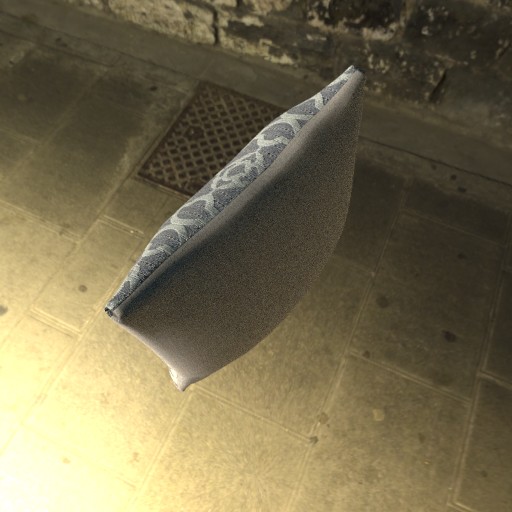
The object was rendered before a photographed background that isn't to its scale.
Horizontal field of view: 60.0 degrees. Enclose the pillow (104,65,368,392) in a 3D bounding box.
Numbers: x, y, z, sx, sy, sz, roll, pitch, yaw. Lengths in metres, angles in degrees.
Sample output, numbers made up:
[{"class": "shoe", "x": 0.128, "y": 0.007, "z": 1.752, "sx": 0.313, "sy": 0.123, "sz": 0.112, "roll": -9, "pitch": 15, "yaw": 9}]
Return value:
[{"class": "pillow", "x": 0.000, "y": 0.000, "z": 0.793, "sx": 0.215, "sy": 0.498, "sz": 0.508, "roll": 36, "pitch": 69, "yaw": 16}]
